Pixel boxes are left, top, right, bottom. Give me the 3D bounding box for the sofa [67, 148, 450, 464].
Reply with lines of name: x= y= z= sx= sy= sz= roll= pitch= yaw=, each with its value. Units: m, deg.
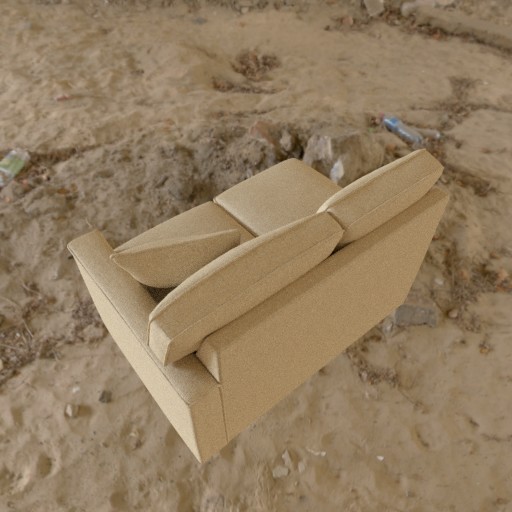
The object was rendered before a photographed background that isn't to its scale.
sofa: x=0.000 y=0.000 z=2.099 sx=1.388 sy=0.989 sz=0.991 roll=-31 pitch=55 yaw=-25
